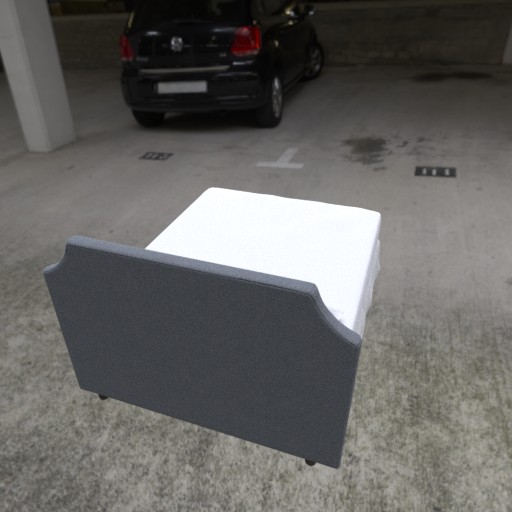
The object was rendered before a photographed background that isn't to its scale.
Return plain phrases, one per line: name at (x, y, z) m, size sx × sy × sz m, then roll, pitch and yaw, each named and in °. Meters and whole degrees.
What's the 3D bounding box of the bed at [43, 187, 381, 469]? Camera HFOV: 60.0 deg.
bed at (0.000, 0.000, 3.367) m, size 1.811 × 1.296 × 2.259 m, roll 11°, pitch 35°, yaw 16°
